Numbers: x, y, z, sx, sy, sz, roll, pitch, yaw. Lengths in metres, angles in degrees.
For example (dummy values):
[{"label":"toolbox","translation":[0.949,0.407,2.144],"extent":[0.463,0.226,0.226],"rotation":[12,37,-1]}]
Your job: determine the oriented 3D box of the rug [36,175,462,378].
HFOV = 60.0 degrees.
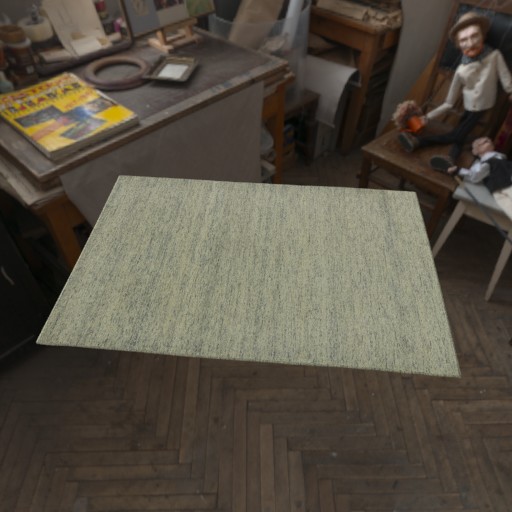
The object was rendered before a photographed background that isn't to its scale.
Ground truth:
[{"label":"rug","translation":[0.000,0.000,2.328],"extent":[1.846,0.014,1.243],"rotation":[4,47,4]}]
